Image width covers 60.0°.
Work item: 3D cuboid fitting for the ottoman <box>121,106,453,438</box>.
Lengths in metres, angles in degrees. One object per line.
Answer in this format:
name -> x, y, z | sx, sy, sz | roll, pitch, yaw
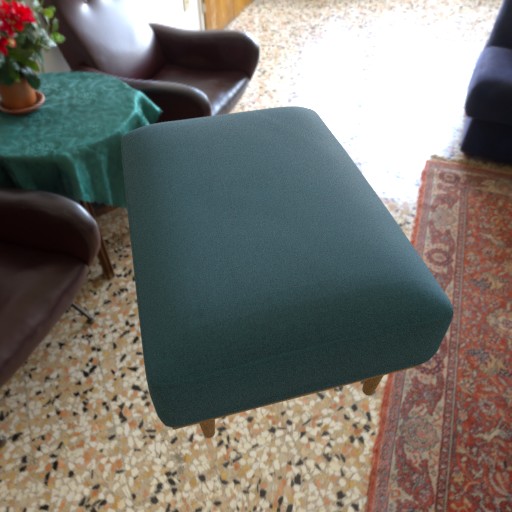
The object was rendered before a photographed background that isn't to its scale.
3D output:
ottoman -> 0.000, 0.000, 1.065 | 0.549, 0.428, 0.749 | -11, 48, -10
